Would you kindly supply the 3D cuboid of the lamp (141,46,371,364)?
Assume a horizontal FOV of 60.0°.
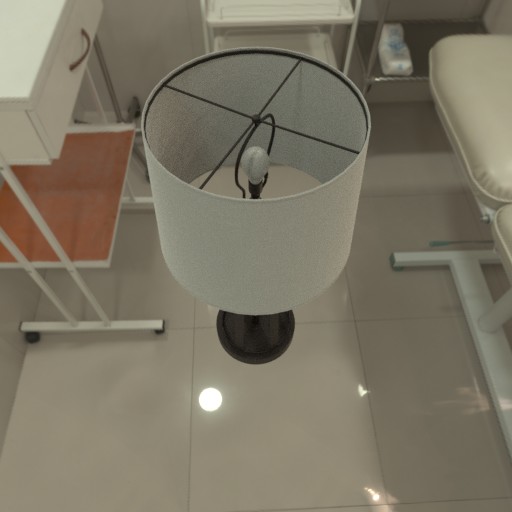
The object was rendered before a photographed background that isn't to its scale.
[{"bbox_3d":[0.000,0.000,0.642,0.251,0.509,0.251,0,57,0],"label":"lamp"}]
